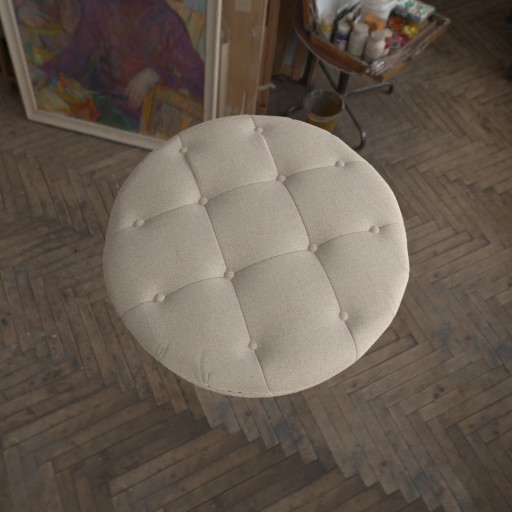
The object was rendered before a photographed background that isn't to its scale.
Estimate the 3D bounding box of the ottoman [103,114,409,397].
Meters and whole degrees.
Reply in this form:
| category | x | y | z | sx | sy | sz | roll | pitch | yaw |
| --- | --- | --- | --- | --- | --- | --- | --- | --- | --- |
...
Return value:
| category | x | y | z | sx | sy | sz | roll | pitch | yaw |
| --- | --- | --- | --- | --- | --- | --- | --- | --- | --- |
| ottoman | 0.000 | 0.000 | 1.491 | 0.940 | 0.483 | 0.940 | 0 | 64 | 0 |
